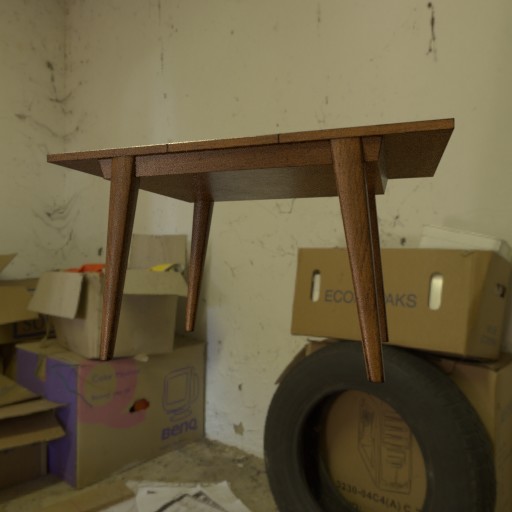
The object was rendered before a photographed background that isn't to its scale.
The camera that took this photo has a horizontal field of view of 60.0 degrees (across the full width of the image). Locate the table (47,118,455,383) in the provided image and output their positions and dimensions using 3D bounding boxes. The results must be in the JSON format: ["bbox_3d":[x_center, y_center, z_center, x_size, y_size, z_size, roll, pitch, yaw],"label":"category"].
[{"bbox_3d":[0.000,0.000,1.803,1.400,0.760,0.757,0,-1,18],"label":"table"}]
